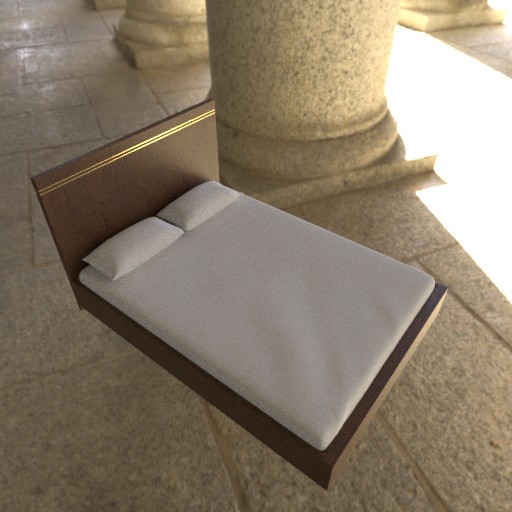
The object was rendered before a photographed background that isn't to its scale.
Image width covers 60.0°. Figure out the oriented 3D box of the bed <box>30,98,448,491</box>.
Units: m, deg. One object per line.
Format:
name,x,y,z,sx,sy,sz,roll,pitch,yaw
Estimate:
bed,0.000,0.000,3.030,2.221,1.169,1.613,27,47,28
